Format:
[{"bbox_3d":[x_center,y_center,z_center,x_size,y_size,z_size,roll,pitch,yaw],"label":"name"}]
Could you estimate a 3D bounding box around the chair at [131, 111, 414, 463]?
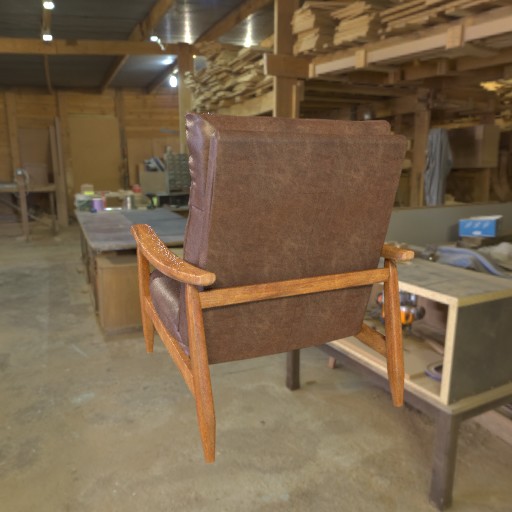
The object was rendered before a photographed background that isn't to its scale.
[{"bbox_3d":[0.000,0.000,1.562,0.782,0.897,0.830,-6,13,-24],"label":"chair"}]
